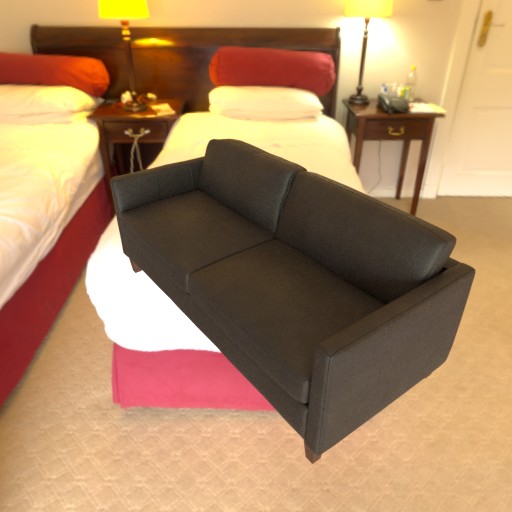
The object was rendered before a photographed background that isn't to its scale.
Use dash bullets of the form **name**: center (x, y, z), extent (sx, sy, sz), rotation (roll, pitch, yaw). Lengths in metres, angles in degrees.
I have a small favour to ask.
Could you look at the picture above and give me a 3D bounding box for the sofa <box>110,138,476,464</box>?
- **sofa**: center (0.000, 0.000, 2.454), extent (0.933, 0.863, 1.971), rotation (-22, 38, -31)
